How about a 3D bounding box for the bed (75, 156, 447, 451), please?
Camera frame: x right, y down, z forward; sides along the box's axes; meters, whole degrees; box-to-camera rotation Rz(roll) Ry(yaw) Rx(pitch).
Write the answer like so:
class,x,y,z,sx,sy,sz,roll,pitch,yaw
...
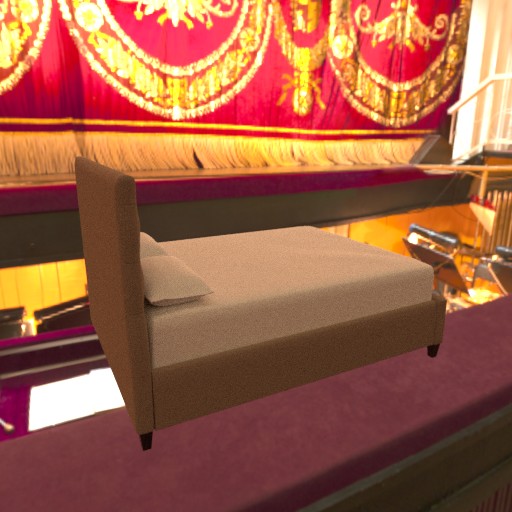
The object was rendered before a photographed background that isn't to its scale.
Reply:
class,x,y,z,sx,sy,sz,roll,pitch,yaw
bed,0.000,0.000,3.300,2.233,1.426,1.696,-8,18,-26
